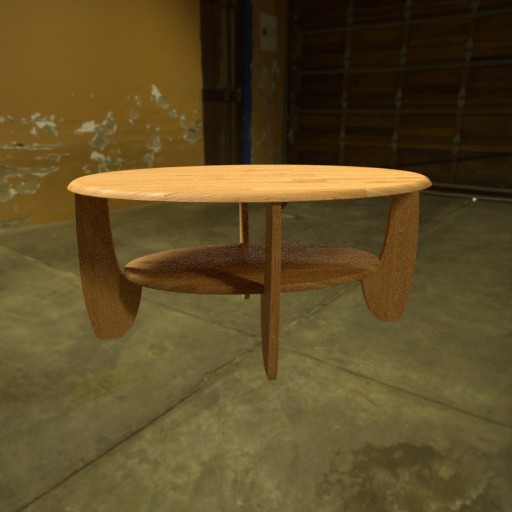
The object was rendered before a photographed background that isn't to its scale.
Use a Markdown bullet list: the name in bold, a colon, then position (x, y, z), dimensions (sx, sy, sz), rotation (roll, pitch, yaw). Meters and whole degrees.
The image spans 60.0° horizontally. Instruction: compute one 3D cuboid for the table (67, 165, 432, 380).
- **table**: position (0.000, 0.000, 1.363), dimensions (1.040, 0.490, 0.690), rotation (-2, 17, -8)
